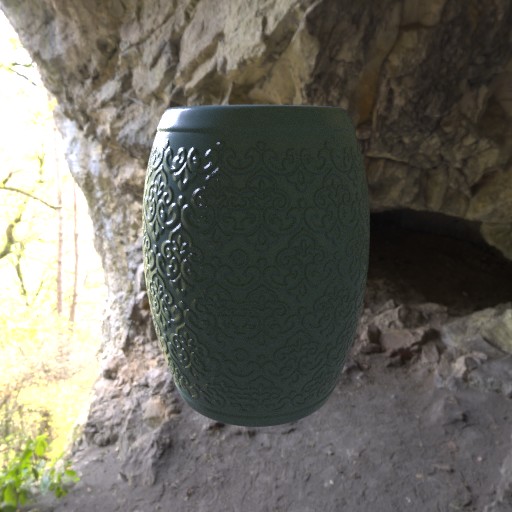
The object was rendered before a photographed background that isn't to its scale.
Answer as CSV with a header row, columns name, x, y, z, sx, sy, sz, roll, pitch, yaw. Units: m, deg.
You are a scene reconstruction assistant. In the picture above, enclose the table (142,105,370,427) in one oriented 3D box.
name,x,y,z,sx,sy,sz,roll,pitch,yaw
table,0.000,0.000,0.627,0.309,0.397,0.309,0,16,0
